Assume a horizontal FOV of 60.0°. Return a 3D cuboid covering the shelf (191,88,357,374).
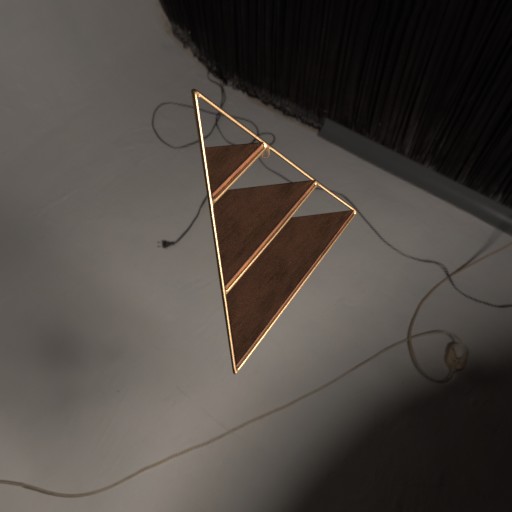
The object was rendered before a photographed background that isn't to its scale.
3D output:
[{"bbox_3d":[0.000,0.000,1.165,0.294,0.913,0.564,32,64,18],"label":"shelf"}]
